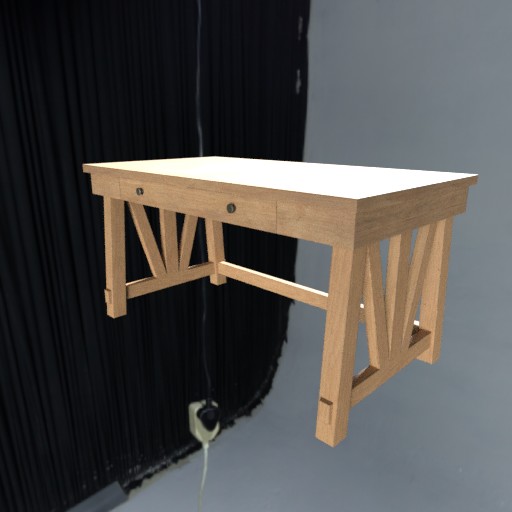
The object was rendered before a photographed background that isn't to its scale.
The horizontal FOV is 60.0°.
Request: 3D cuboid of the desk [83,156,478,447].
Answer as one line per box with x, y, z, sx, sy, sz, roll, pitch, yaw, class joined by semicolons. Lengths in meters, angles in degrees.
0.000;0.000;1.968;1.499;0.762;0.813;15;22;43;desk
